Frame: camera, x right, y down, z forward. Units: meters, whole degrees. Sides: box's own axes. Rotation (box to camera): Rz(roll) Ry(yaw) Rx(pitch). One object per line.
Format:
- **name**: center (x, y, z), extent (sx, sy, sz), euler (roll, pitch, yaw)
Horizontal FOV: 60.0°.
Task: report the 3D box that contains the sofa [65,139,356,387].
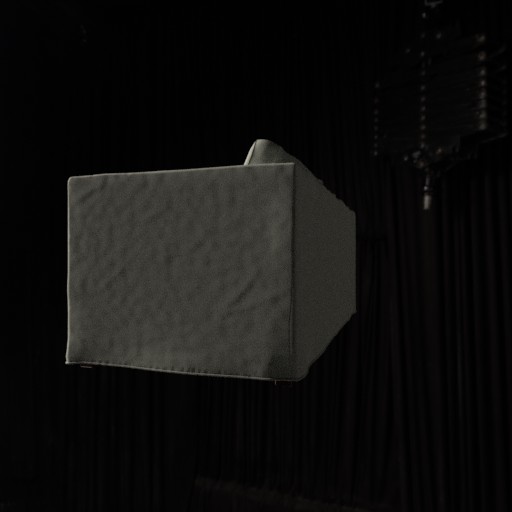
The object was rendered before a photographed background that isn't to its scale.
- **sofa**: center (0.000, 0.000, 2.500), extent (0.940, 0.870, 1.987), euler (0, 0, 18)
